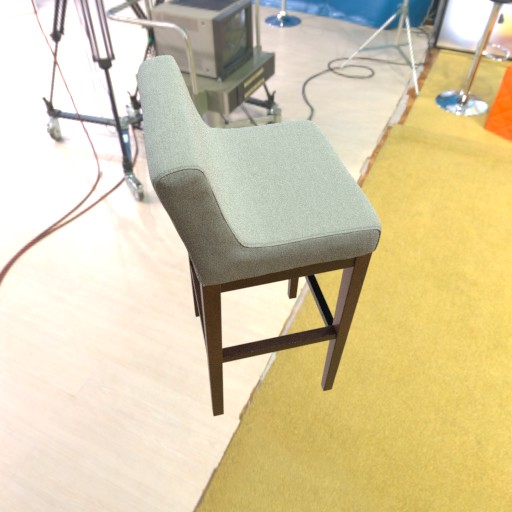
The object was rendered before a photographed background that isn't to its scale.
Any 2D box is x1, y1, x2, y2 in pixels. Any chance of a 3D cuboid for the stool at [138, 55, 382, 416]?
[{"bbox_3d":[0.000,0.000,1.331,0.500,1.037,0.511,-10,47,-9],"label":"stool"}]
